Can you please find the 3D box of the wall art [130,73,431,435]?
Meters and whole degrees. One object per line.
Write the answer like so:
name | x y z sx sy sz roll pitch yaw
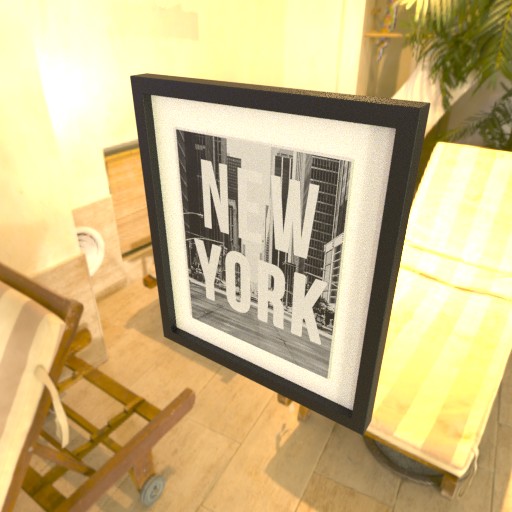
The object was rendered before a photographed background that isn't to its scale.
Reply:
wall art | 0.000 0.000 0.528 0.328 0.381 0.028 18 34 29
